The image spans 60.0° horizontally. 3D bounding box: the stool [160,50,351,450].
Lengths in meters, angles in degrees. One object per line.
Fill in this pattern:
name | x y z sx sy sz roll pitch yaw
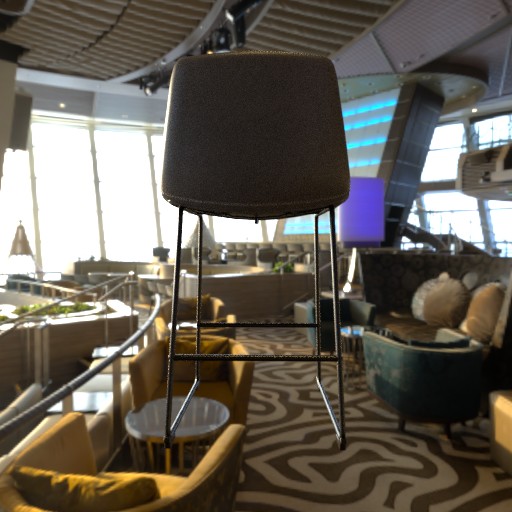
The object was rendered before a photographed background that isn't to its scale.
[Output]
stool | 0.000 0.000 1.199 0.470 0.876 0.546 0 2 1
